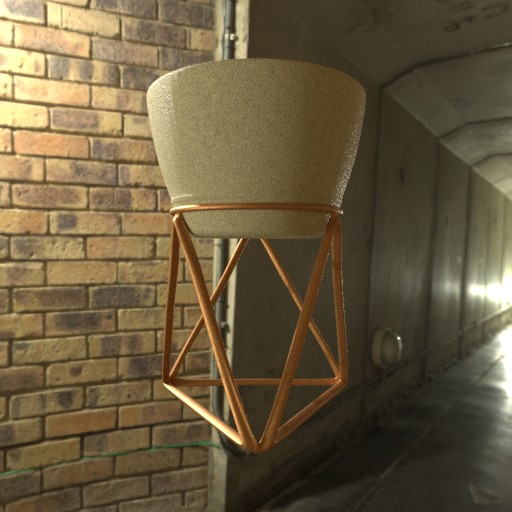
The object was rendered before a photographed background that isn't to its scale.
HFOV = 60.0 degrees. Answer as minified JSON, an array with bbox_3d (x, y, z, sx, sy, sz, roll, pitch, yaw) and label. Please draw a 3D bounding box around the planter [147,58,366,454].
[{"bbox_3d":[0.000,0.000,0.734,0.350,0.504,0.350,0,1,-1],"label":"planter"}]
